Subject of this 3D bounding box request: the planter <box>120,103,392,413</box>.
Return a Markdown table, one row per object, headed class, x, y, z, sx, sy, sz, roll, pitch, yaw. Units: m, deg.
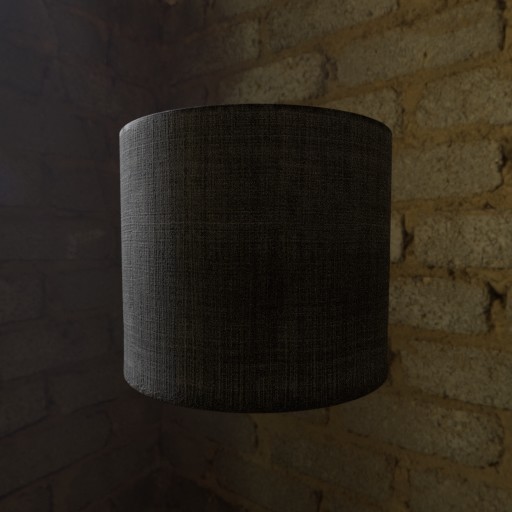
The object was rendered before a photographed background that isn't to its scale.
| class | x | y | z | sx | sy | sz | roll | pitch | yaw |
| --- | --- | --- | --- | --- | --- | --- | --- | --- | --- |
| planter | 0.000 | 0.000 | 0.436 | 0.254 | 0.221 | 0.254 | 0 | 2 | 0 |
